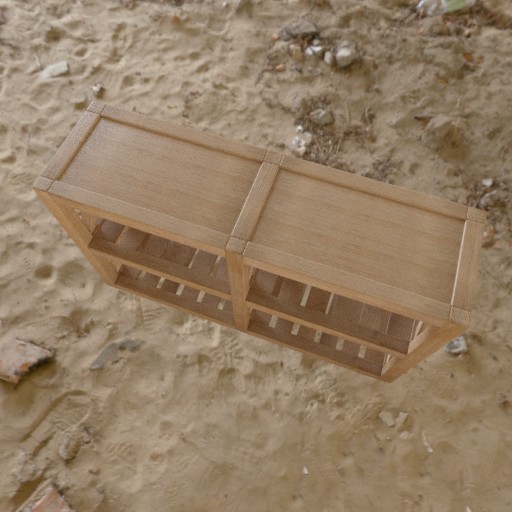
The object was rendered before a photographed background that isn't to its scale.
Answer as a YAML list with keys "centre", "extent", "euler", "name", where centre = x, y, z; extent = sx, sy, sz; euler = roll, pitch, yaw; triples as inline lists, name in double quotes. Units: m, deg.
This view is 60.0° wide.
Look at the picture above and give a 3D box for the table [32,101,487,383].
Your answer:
- centre: [0.000, 0.000, 1.662]
  extent: [1.320, 0.762, 0.381]
  euler: [18, 65, 9]
  name: "table"
